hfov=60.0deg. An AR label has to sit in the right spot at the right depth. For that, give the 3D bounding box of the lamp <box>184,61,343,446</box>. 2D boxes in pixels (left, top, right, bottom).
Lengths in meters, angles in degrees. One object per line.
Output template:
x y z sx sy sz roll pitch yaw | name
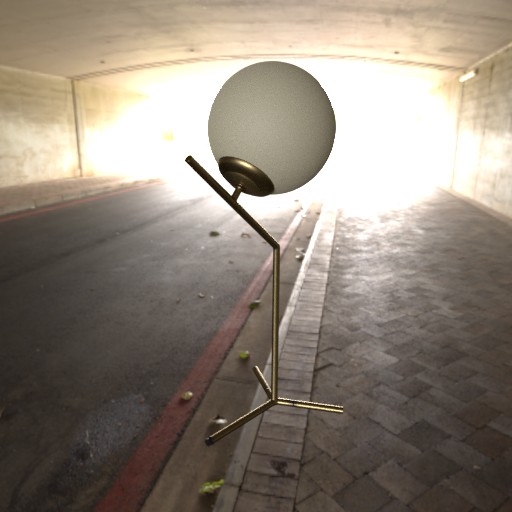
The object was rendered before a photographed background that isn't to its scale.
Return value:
0.000 0.000 0.670 0.210 0.552 0.251 14 20 42 | lamp
